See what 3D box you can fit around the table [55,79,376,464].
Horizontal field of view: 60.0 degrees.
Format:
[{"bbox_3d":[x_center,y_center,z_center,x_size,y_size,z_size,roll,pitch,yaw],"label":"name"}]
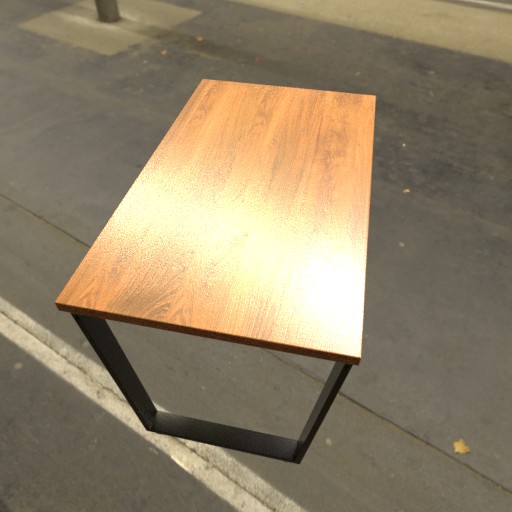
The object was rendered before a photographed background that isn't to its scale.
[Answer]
[{"bbox_3d":[0.000,0.000,1.672,0.714,0.760,1.205,9,47,8],"label":"table"}]
